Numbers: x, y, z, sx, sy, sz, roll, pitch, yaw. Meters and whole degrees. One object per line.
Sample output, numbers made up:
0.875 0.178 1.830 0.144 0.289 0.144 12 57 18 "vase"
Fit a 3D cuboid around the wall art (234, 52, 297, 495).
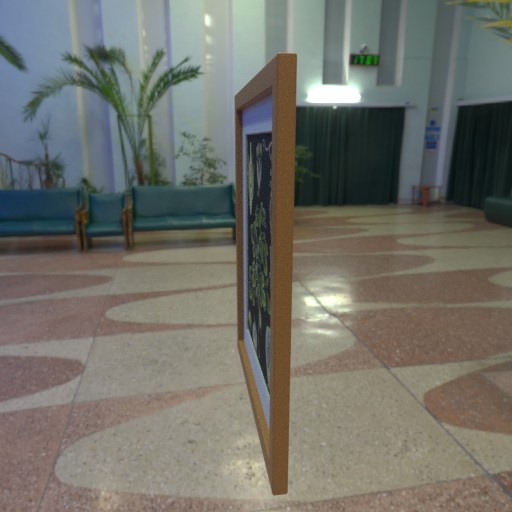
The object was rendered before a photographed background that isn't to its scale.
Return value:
0.000 0.000 0.747 0.022 0.553 0.452 -2 15 -8 "wall art"
